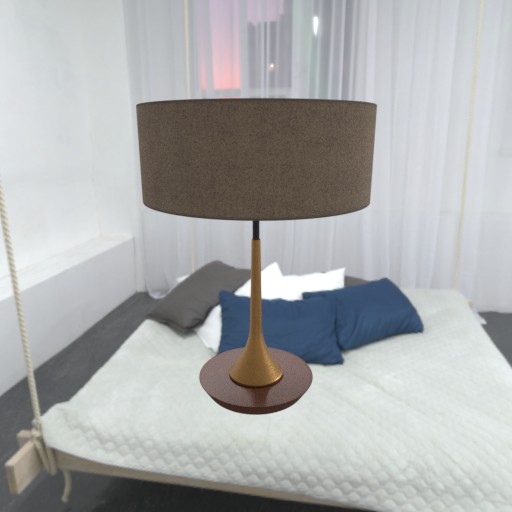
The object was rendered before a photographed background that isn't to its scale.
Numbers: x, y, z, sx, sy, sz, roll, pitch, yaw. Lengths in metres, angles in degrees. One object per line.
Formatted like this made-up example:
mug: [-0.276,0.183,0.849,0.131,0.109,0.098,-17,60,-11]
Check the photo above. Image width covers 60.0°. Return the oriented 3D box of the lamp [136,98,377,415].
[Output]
lamp: [0.000,0.000,0.828,0.396,0.551,0.417,-3,16,-9]
